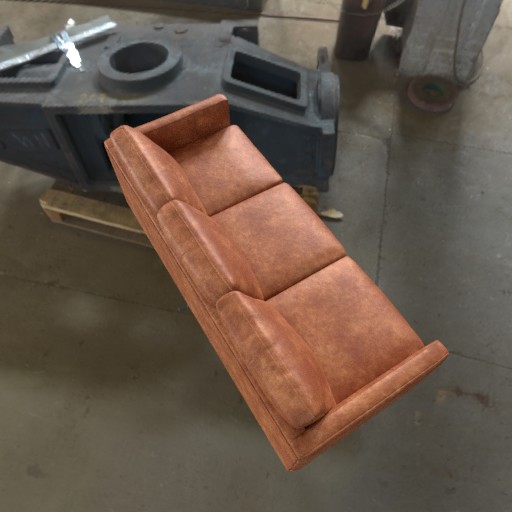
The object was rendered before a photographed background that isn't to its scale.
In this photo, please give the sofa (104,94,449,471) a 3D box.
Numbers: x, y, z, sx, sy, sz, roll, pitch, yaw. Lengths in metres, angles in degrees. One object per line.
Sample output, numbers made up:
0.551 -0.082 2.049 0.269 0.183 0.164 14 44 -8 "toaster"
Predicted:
0.000 0.000 3.008 1.045 1.006 2.464 -28 63 -16 "sofa"
